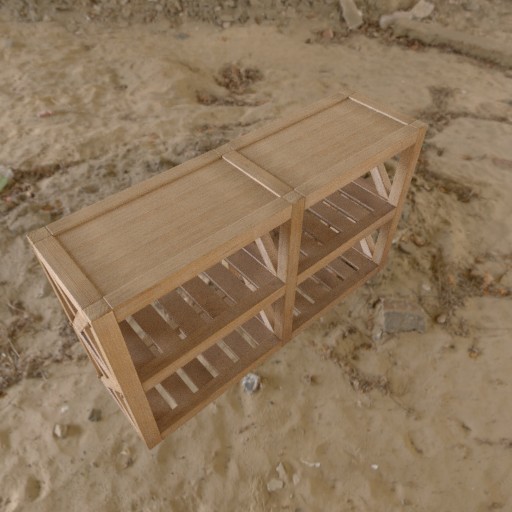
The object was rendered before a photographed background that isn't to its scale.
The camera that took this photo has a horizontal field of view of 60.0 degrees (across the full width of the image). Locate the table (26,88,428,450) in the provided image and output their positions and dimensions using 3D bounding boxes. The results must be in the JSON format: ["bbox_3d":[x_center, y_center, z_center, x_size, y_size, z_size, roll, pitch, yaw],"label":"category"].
[{"bbox_3d":[0.000,0.000,1.661,1.320,0.762,0.381,-32,54,-27],"label":"table"}]
